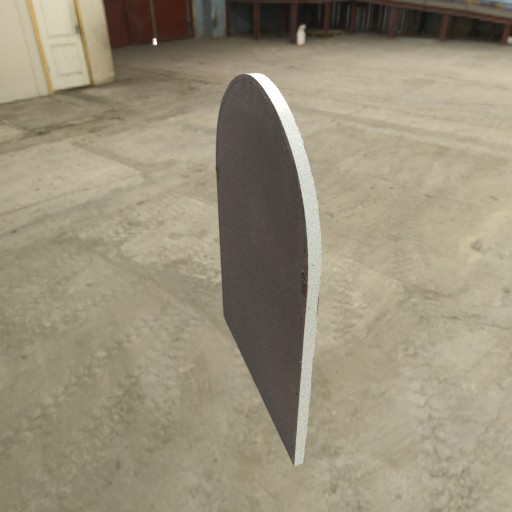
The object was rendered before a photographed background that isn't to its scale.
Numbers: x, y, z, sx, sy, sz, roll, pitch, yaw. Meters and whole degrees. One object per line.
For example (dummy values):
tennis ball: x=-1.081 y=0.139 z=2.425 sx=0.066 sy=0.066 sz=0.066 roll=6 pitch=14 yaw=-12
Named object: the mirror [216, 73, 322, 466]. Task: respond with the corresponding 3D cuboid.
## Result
mirror: x=0.000 y=0.000 z=1.199 sx=0.032 sy=0.920 sz=0.660 roll=-11 pitch=33 yaw=-17
